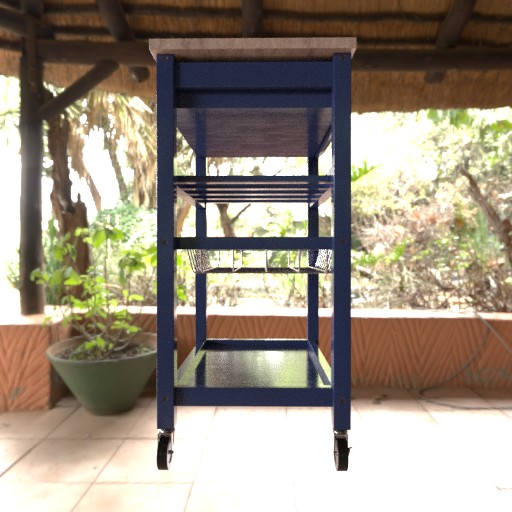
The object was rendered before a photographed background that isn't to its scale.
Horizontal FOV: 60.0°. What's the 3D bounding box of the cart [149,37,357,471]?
[{"bbox_3d":[0.000,0.000,1.134,0.403,0.839,0.584,0,0,1],"label":"cart"}]
